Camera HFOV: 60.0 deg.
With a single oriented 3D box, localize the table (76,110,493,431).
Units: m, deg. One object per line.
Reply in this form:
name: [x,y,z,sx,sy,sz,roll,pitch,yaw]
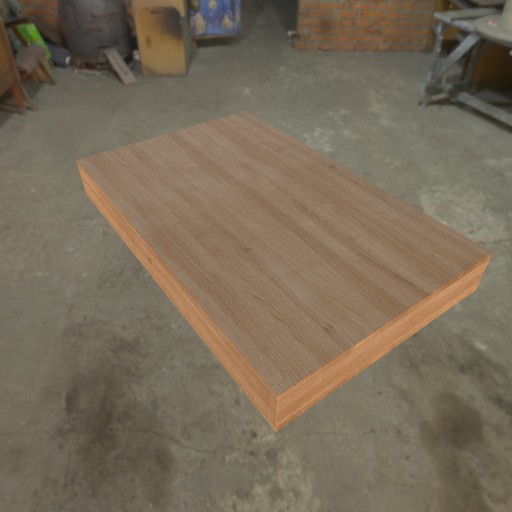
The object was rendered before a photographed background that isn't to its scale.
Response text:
table: [0.000,0.000,1.457,0.700,0.440,1.100,-25,47,-26]
